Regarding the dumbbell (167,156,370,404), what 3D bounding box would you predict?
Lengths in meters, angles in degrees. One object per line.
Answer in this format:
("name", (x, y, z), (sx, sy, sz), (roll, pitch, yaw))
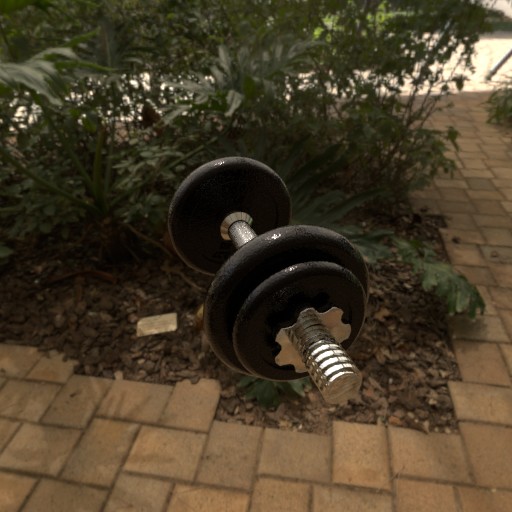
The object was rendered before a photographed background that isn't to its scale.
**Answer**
("dumbbell", (0.000, 0.000, 0.605), (0.202, 0.202, 0.497), (-10, 33, -16))
